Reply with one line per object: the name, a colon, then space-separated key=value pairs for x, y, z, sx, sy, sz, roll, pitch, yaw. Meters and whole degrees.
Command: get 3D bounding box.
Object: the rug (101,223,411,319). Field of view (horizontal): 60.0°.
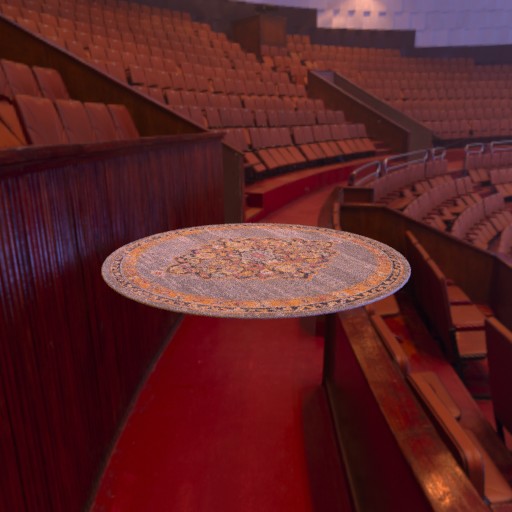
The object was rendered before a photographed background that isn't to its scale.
rug: x=0.000 y=0.000 z=3.597 sx=2.382 sy=0.014 sz=2.382 roll=0 pitch=17 yaw=0
